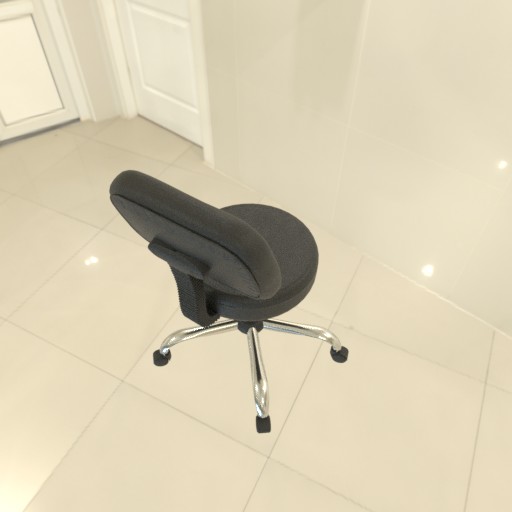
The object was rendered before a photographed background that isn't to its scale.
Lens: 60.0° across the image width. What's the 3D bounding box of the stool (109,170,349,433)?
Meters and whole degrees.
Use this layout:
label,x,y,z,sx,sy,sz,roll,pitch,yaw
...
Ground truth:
label,x,y,z,sx,sy,sz,roll,pitch,yaw
stool,0.000,0.000,1.345,0.673,0.862,0.648,26,53,22
